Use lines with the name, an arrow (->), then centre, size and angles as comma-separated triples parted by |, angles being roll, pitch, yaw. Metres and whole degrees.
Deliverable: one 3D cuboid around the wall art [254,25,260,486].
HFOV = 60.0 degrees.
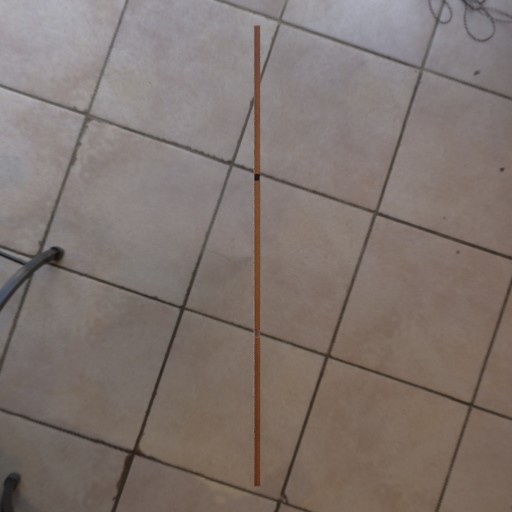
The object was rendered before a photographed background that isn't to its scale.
wall art -> 0.000, 0.000, 1.830 | 0.017, 1.246, 1.256 | 0, 90, 0
